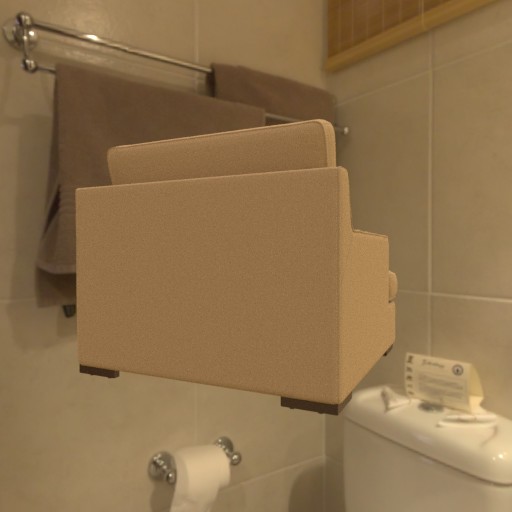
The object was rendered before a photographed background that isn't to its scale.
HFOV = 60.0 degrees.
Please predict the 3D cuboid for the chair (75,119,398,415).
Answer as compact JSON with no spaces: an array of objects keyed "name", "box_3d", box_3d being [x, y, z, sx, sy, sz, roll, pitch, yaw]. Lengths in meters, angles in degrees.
[{"name":"chair","box_3d":[0.000,0.000,2.141,1.293,1.005,1.274,0,1,18]}]
